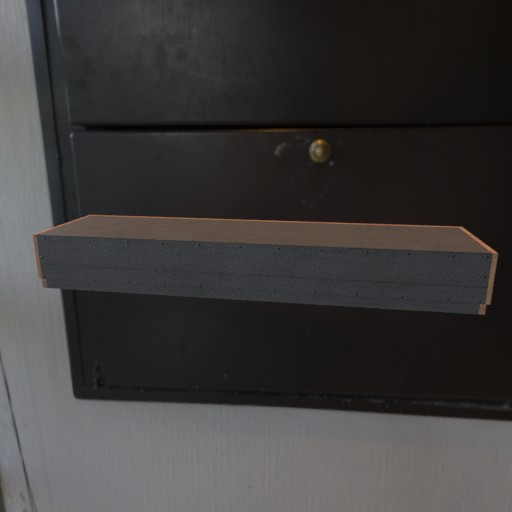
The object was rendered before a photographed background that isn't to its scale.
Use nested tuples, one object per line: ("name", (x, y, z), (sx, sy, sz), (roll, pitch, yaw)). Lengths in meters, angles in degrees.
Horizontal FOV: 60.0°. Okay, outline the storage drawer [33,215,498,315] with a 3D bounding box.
("storage drawer", (0.000, 0.000, 2.203), (2.032, 0.264, 0.538), (3, 16, 9))
